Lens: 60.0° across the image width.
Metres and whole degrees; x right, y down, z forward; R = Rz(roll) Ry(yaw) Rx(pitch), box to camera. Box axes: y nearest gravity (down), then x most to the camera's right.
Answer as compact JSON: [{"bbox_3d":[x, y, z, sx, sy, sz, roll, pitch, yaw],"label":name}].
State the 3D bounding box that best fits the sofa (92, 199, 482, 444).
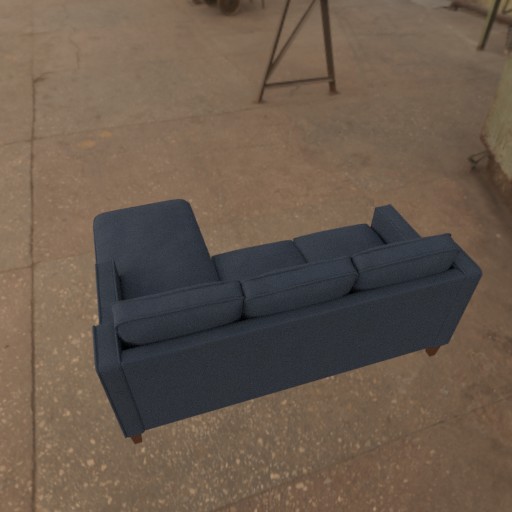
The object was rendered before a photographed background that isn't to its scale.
[{"bbox_3d":[0.000,0.000,3.316,2.317,1.066,1.858,-12,44,-13],"label":"sofa"}]
